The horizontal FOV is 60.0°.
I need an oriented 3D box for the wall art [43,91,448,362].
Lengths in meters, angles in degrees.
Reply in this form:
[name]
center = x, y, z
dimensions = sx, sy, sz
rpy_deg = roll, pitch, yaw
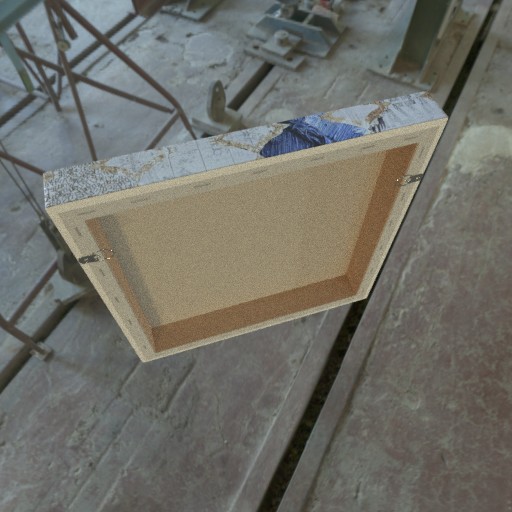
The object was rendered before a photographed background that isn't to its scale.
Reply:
[wall art]
center = 0.000, 0.000, 0.453
dimensions = 0.303, 0.304, 0.036
rpy_deg = -15, 58, -9
